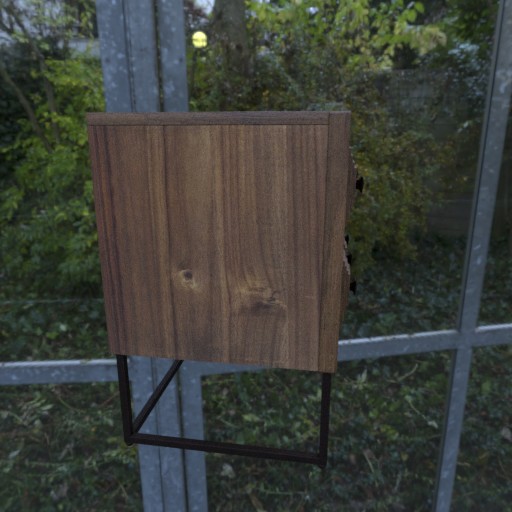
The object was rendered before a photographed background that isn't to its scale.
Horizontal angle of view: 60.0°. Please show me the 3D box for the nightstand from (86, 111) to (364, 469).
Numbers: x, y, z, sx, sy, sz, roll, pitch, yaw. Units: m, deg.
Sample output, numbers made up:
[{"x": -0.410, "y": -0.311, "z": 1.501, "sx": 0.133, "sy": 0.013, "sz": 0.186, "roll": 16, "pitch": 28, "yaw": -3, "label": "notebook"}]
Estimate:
[{"x": 0.000, "y": 0.000, "z": 1.022, "sx": 0.437, "sy": 0.610, "sz": 0.610, "roll": 3, "pitch": 16, "yaw": 9, "label": "nightstand"}]
